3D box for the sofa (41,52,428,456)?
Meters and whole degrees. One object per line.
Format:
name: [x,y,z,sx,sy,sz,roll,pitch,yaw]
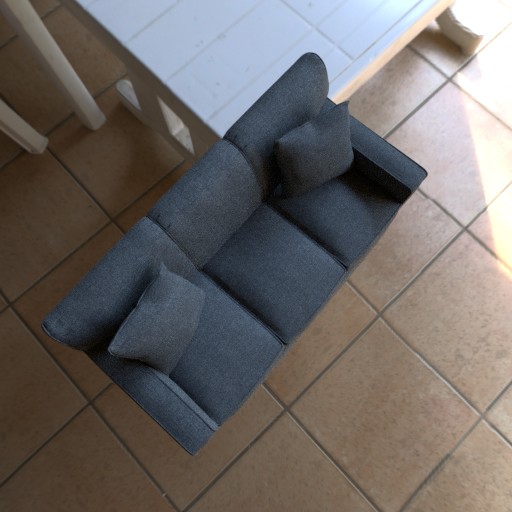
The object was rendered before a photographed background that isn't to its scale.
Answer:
sofa: [0.000,0.000,2.588,0.997,0.958,2.024,40,78,10]
